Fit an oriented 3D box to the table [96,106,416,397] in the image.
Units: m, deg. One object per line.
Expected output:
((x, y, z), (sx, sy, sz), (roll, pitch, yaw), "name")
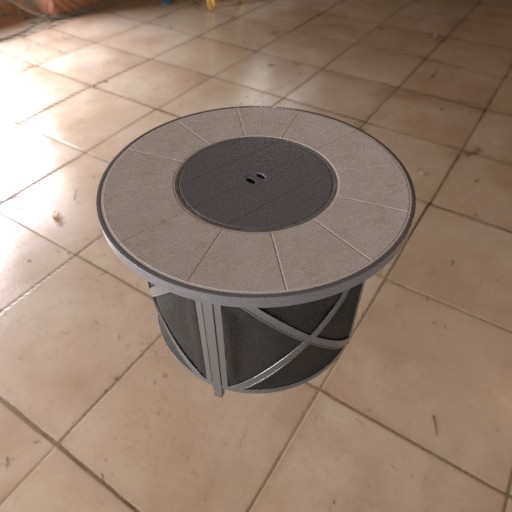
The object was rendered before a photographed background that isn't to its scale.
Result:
((0.000, 0.000, 1.538), (0.914, 0.650, 0.914), (0, 45, 0), "table")
